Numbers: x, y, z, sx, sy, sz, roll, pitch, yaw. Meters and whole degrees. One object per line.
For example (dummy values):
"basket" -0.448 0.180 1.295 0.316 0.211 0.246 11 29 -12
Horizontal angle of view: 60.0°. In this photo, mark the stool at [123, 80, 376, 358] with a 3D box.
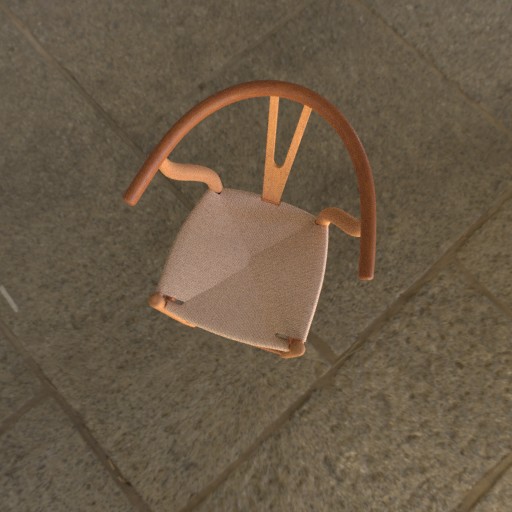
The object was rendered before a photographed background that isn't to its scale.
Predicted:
"stool" 0.000 0.000 1.430 0.574 1.068 0.561 18 77 4
